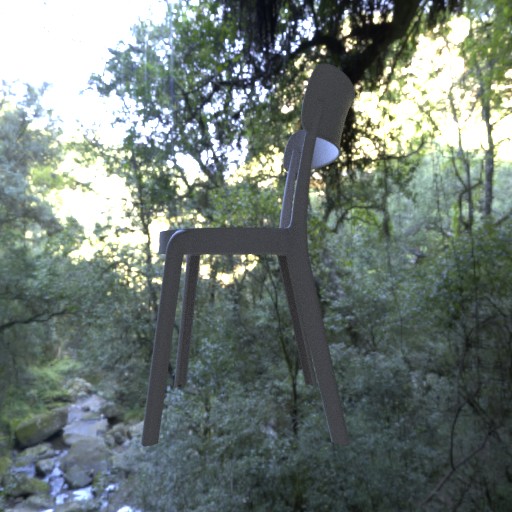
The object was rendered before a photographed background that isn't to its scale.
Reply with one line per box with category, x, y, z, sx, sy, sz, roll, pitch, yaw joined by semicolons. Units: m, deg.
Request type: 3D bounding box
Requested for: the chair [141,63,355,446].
chair;0.000;0.000;1.144;0.491;0.790;0.506;0;0;-1
